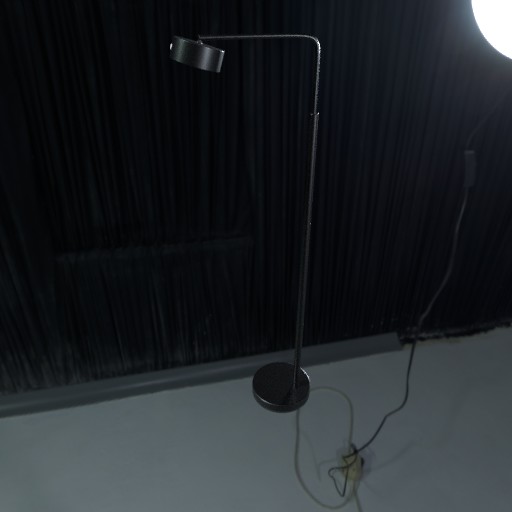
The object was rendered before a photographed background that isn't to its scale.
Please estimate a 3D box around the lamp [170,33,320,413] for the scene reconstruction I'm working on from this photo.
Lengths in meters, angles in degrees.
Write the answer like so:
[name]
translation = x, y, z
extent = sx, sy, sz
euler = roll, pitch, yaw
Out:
[lamp]
translation = 0.000, 0.000, 1.361
extent = 0.418, 1.230, 0.219
euler = -8, 32, -13
